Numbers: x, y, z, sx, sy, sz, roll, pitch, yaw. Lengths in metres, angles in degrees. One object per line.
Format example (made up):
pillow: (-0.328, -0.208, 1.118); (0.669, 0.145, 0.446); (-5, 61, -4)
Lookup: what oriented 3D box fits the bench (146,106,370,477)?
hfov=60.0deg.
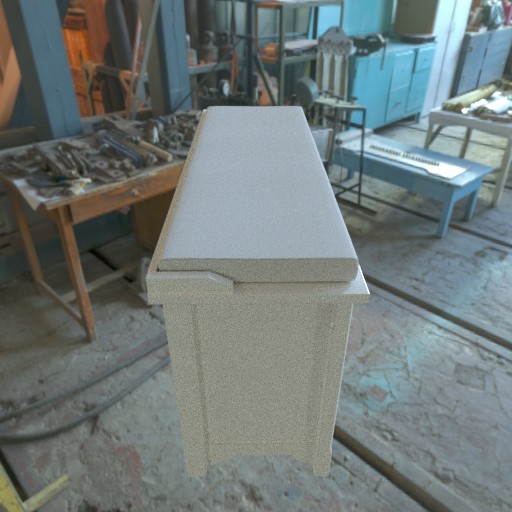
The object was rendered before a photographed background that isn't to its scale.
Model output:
bench: (0.000, 0.000, 1.237); (0.346, 0.589, 0.987); (0, 33, 0)
